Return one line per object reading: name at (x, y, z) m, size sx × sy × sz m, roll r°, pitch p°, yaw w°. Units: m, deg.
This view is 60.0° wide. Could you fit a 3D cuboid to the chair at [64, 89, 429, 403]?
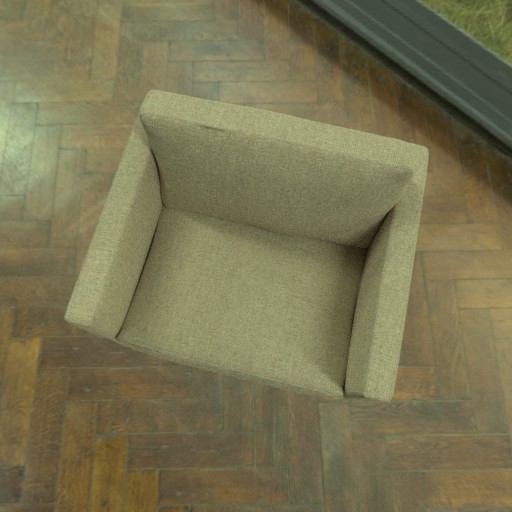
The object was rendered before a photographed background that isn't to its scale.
chair at (0.000, 0.000, 1.796) m, size 1.107 × 0.987 × 0.959 m, roll 13°, pitch 74°, yaw 4°
